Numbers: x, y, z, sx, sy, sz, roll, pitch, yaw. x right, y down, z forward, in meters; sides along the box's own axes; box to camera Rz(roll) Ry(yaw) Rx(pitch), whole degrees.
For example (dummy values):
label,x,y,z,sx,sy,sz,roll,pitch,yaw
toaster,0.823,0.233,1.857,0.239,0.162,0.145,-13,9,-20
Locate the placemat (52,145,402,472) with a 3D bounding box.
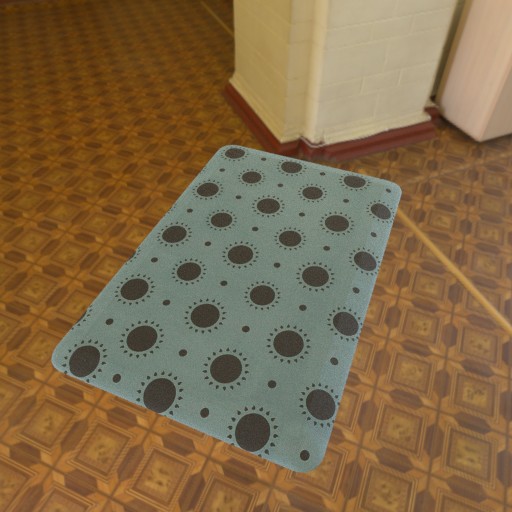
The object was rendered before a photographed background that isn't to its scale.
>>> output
label,x,y,z,sx,sy,sz,roll,pitch,yaw
placemat,0.000,0.000,0.957,0.508,0.021,0.762,17,49,15
